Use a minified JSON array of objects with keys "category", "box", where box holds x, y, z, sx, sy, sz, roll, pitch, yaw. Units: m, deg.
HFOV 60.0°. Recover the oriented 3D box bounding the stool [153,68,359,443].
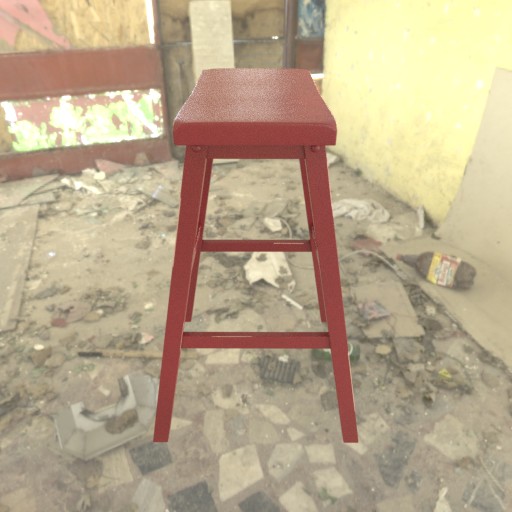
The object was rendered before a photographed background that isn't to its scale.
[{"category":"stool","box":[0.000,0.000,1.023,0.476,0.737,0.457,0,32,0]}]
